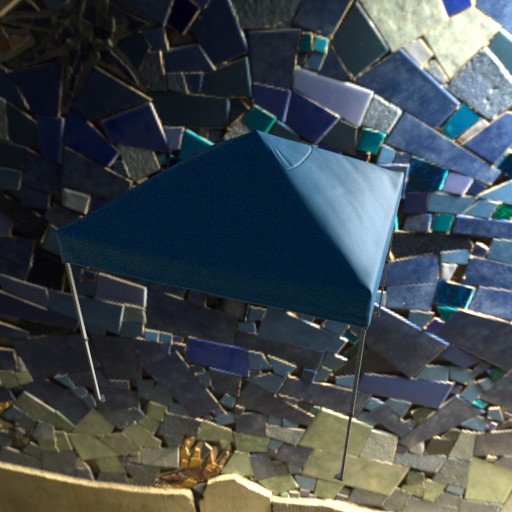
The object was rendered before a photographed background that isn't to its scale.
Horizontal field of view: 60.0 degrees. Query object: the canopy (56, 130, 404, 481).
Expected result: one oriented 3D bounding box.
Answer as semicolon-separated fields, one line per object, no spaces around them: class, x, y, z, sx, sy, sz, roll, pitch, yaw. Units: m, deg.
canopy;0.000;0.000;5.335;2.998;2.997;2.996;10;31;18
